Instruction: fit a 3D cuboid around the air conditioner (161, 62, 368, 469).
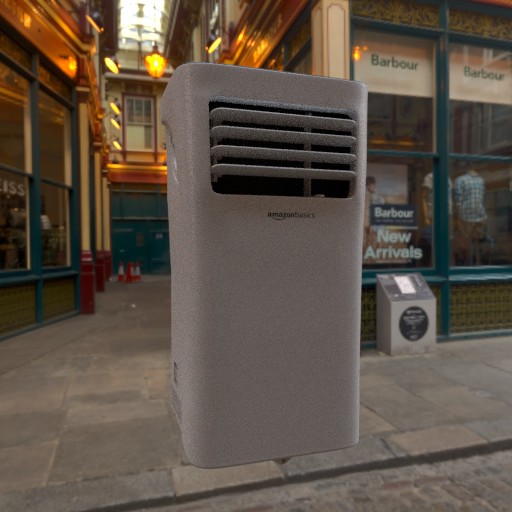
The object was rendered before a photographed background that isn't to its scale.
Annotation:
[{"bbox_3d":[0.000,0.000,0.906,0.352,0.716,0.369,0,2,-18],"label":"air conditioner"}]
